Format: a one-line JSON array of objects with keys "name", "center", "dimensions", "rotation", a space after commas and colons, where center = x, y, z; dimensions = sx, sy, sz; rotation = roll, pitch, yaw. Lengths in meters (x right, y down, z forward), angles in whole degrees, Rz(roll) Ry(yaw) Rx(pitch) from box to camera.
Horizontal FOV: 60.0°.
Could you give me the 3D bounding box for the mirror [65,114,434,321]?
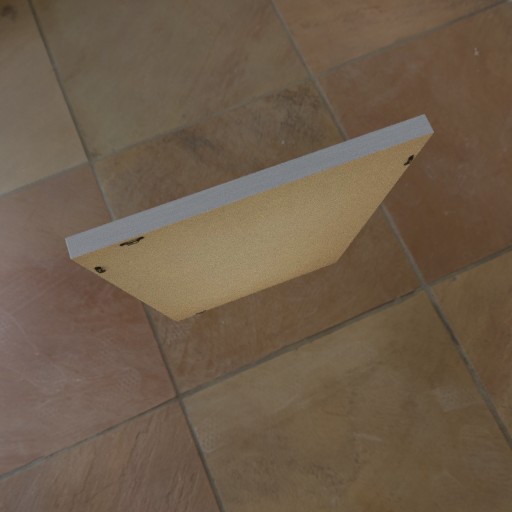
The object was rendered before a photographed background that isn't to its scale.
[{"name": "mirror", "center": [0.000, 0.000, 1.143], "dimensions": [0.609, 0.915, 0.040], "rotation": [-20, 77, -5]}]
